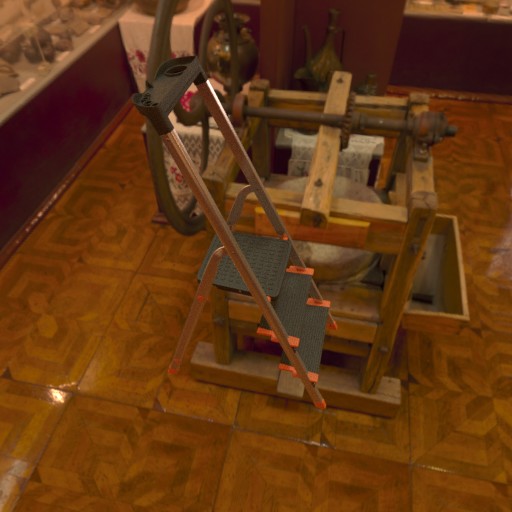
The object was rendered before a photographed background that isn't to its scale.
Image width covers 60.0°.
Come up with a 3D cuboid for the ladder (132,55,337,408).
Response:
[{"bbox_3d":[0.000,0.000,1.552,0.686,1.229,0.416,10,48,9],"label":"ladder"}]
